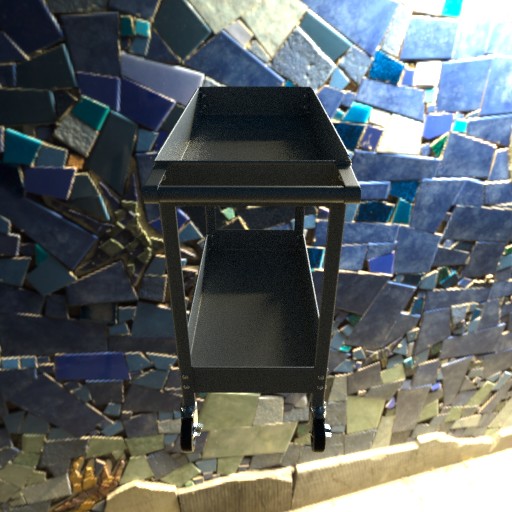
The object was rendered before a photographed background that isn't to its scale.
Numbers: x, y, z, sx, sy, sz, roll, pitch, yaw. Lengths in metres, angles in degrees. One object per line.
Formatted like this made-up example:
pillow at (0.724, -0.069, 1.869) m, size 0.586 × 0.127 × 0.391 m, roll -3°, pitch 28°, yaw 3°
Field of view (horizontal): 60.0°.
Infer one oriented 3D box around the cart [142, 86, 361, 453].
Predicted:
cart at (0.000, 0.000, 1.176) m, size 0.366 × 0.719 × 0.779 m, roll 0°, pitch 31°, yaw 0°
